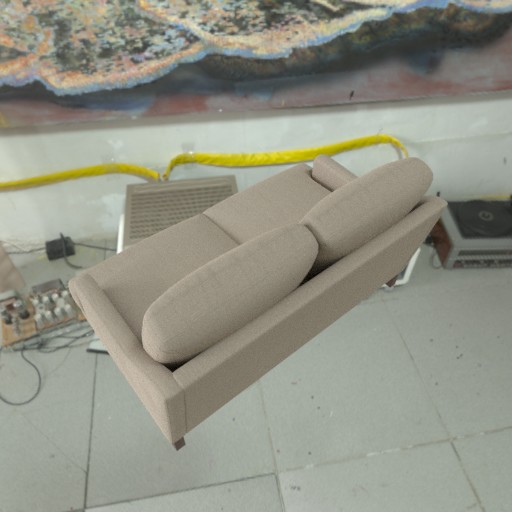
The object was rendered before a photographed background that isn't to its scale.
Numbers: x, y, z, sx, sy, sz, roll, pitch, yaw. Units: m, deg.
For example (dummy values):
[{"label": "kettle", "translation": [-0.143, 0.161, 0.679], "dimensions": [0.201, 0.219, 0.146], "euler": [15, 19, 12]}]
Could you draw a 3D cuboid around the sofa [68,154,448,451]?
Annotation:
[{"label": "sofa", "translation": [0.000, 0.000, 2.224], "dimensions": [1.619, 0.910, 1.004], "euler": [-31, 54, -26]}]
